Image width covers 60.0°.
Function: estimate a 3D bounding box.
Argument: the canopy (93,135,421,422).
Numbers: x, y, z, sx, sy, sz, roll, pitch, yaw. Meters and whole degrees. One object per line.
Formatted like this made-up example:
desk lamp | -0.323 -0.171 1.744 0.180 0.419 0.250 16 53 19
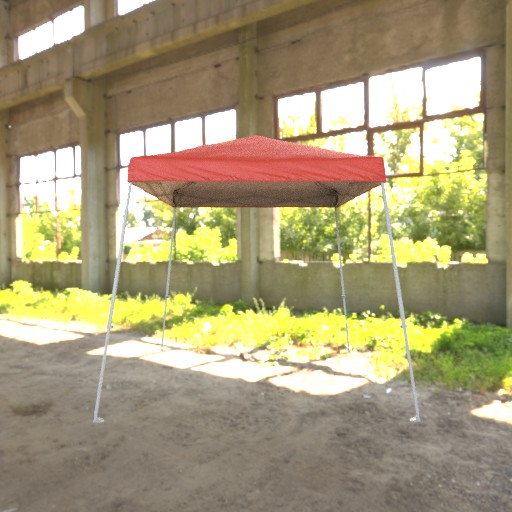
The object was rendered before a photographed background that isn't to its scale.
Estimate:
canopy | 0.000 0.000 5.256 2.849 2.850 2.850 0 1 0
